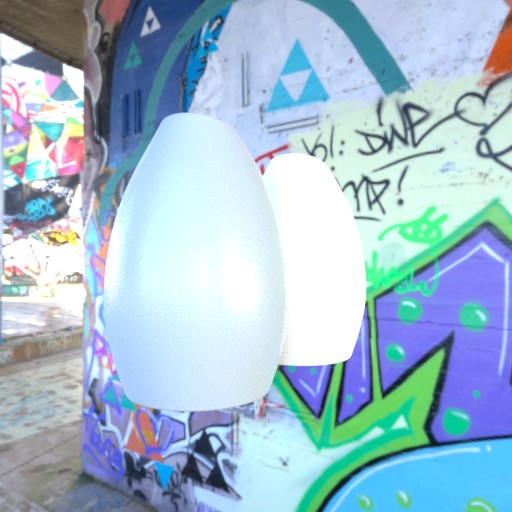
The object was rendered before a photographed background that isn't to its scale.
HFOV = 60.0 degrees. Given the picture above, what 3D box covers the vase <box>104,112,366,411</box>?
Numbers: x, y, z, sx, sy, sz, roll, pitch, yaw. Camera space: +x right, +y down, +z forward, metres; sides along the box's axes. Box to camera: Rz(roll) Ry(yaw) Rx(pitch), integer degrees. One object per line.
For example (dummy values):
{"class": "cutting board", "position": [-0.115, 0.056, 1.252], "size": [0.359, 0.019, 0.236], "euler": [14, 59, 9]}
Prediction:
{"class": "vase", "position": [0.000, 0.000, 0.259], "size": [0.089, 0.131, 0.187], "euler": [0, -1, 35]}
